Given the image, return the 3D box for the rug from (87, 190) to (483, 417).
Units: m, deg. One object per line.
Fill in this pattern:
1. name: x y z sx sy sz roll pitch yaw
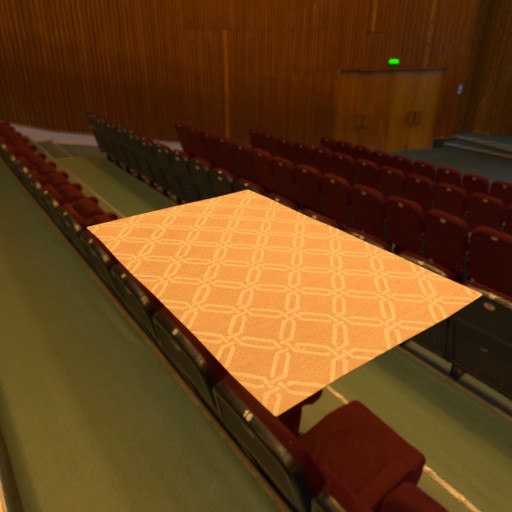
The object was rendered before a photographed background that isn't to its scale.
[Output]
1. rug: 0.000 0.000 2.214 1.146 0.010 1.745 -18 32 -32
